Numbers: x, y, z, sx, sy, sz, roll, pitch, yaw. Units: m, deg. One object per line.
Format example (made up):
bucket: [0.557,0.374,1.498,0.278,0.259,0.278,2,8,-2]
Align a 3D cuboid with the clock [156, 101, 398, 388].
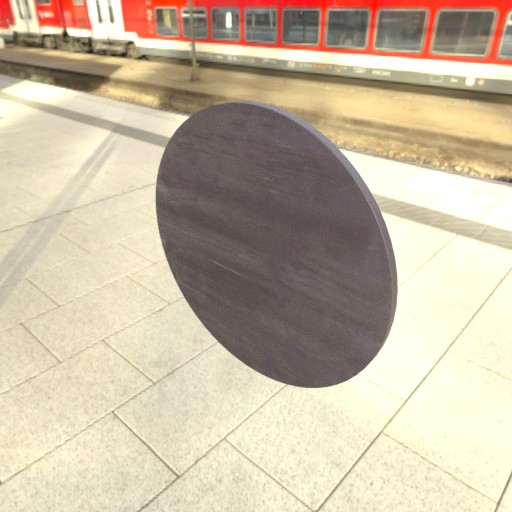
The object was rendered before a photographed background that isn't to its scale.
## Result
clock: [0.000,0.000,0.895,0.595,0.595,0.029,23,37,34]
